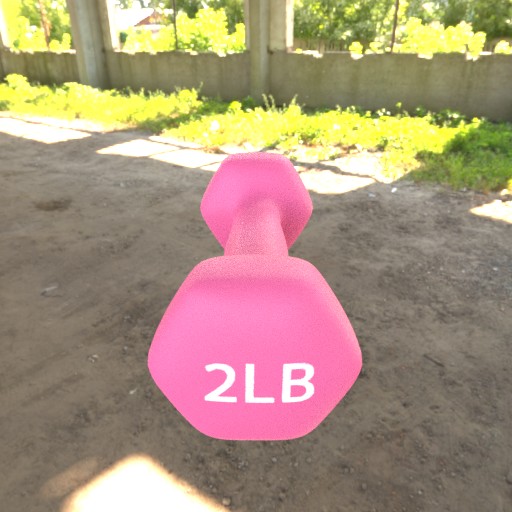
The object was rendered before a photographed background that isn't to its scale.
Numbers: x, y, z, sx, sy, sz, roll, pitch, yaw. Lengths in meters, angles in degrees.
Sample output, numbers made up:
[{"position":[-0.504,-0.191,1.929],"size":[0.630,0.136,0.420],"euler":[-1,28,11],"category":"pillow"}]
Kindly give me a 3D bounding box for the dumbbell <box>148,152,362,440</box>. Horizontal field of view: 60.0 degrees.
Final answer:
[{"position":[0.000,0.000,0.175],"size":[0.058,0.053,0.146],"euler":[0,26,1],"category":"dumbbell"}]
